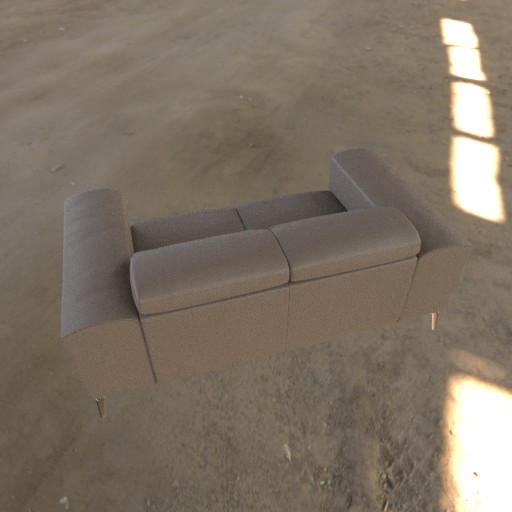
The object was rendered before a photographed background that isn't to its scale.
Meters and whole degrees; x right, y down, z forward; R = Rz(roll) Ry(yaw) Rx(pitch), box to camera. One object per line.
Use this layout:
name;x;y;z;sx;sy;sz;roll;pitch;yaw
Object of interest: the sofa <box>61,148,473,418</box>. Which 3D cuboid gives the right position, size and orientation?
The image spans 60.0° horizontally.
sofa;0.000;0.000;2.403;1.895;0.779;1.003;-12;43;-13
